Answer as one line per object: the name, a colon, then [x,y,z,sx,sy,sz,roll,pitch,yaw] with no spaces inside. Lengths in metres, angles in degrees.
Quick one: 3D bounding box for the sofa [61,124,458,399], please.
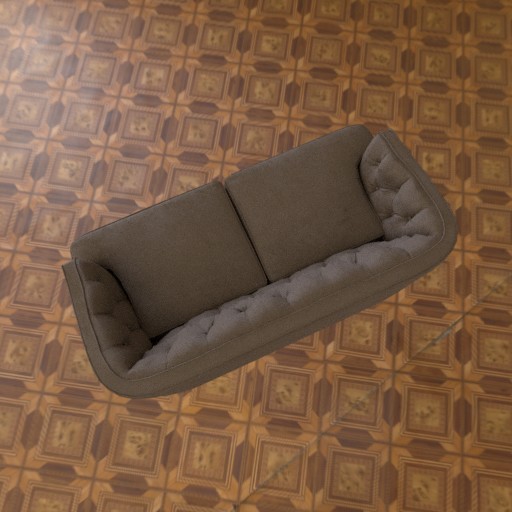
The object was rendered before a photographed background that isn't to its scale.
sofa: [0.000,0.000,2.292,1.733,0.855,0.941,-23,76,-6]
